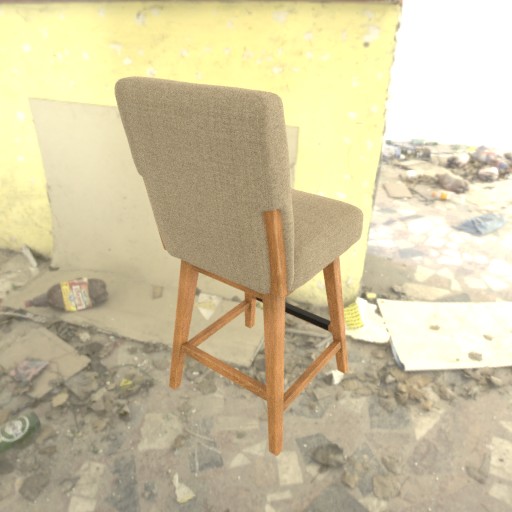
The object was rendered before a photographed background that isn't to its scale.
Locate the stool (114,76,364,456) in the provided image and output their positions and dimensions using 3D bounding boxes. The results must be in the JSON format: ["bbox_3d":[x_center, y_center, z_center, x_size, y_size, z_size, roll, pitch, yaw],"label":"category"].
[{"bbox_3d":[0.000,0.000,1.310,0.459,1.010,0.526,20,35,32],"label":"stool"}]
